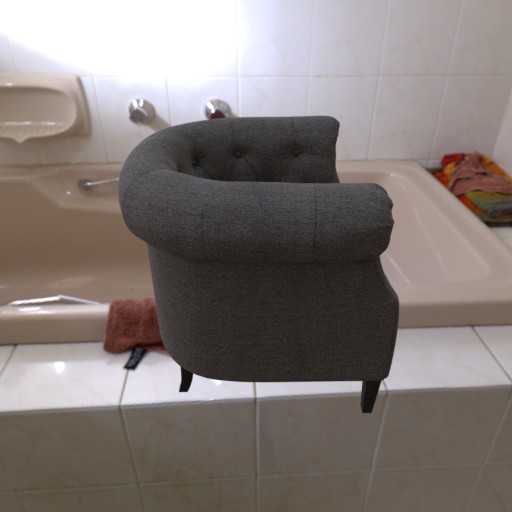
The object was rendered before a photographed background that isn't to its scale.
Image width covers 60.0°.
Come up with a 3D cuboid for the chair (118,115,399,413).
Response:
[{"bbox_3d":[0.000,0.000,1.602,0.852,0.827,0.905,-1,31,-1],"label":"chair"}]
